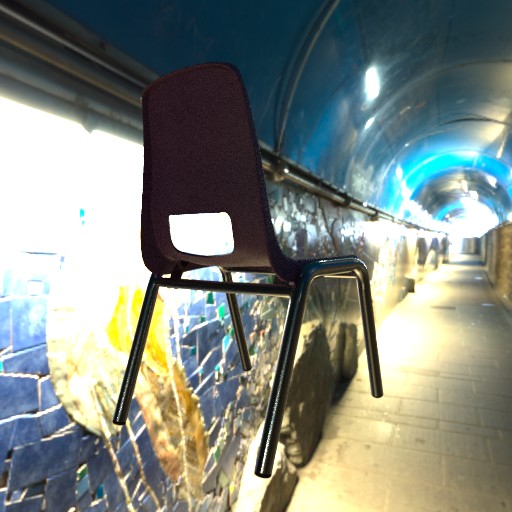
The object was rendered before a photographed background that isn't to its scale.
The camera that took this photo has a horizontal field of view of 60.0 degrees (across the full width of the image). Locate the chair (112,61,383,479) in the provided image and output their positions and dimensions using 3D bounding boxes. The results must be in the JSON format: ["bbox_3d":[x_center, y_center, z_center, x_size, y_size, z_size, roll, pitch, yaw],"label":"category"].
[{"bbox_3d":[0.000,0.000,0.837,0.356,0.584,0.419,1,2,35],"label":"chair"}]
